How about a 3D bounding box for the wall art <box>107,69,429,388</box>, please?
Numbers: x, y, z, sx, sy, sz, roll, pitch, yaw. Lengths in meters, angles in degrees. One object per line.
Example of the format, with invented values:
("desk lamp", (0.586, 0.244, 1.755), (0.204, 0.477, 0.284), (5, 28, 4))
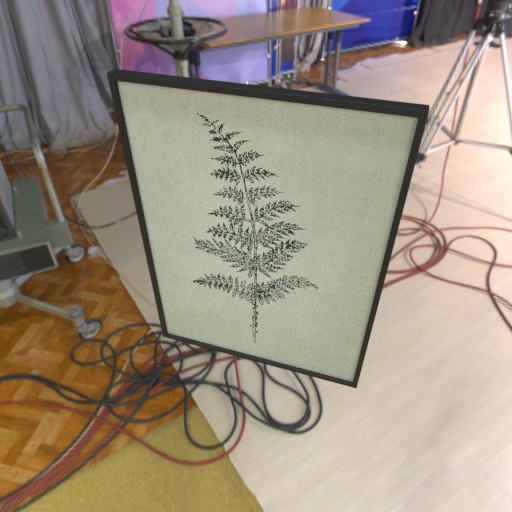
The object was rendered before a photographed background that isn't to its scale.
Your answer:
("wall art", (0.000, 0.000, 1.418), (0.802, 1.070, 0.036), (12, 42, 13))
